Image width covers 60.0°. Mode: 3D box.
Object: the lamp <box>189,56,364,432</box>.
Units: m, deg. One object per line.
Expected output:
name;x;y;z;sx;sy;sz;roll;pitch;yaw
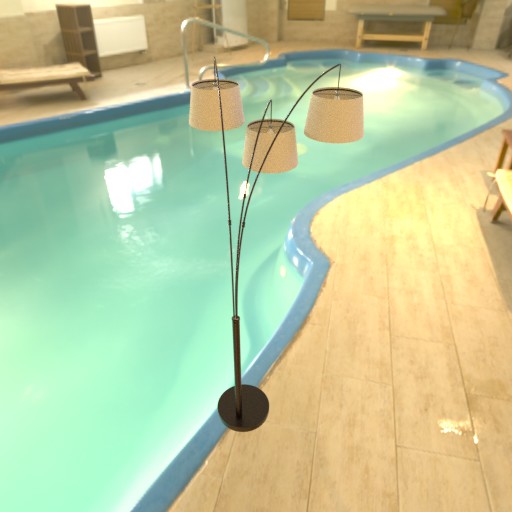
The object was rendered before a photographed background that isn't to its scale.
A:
lamp;0.000;0.000;2.492;0.951;1.950;0.924;10;35;15
